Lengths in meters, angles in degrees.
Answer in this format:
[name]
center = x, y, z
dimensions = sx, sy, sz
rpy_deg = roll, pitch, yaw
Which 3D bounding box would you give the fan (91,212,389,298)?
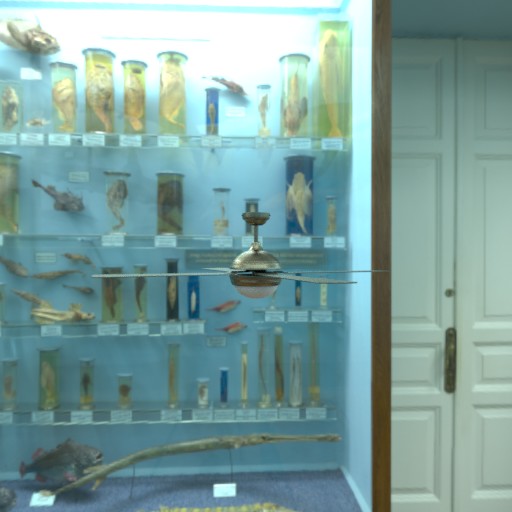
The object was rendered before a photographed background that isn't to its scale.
[fan]
center = 0.000, 0.000, 1.984
dimensions = 1.321, 0.381, 1.321
rpy_deg = 0, 0, -1
